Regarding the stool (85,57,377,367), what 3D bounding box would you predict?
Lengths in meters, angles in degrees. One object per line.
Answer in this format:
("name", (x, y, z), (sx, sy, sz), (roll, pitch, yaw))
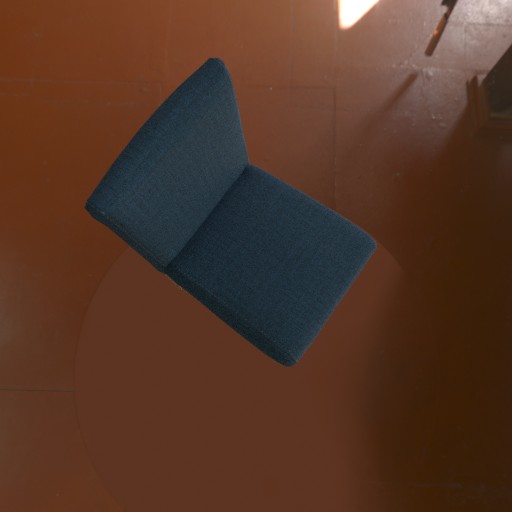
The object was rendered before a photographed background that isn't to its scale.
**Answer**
("stool", (0.000, 0.000, 1.373), (0.567, 1.039, 0.454), (35, 79, 8))
